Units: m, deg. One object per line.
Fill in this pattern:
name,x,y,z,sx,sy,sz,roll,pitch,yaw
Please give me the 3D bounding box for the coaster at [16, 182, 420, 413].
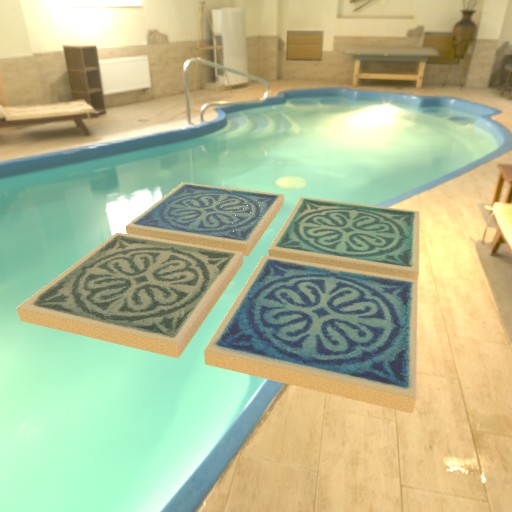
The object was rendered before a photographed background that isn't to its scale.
coaster,0.000,0.000,0.315,0.219,0.010,0.214,9,31,16
